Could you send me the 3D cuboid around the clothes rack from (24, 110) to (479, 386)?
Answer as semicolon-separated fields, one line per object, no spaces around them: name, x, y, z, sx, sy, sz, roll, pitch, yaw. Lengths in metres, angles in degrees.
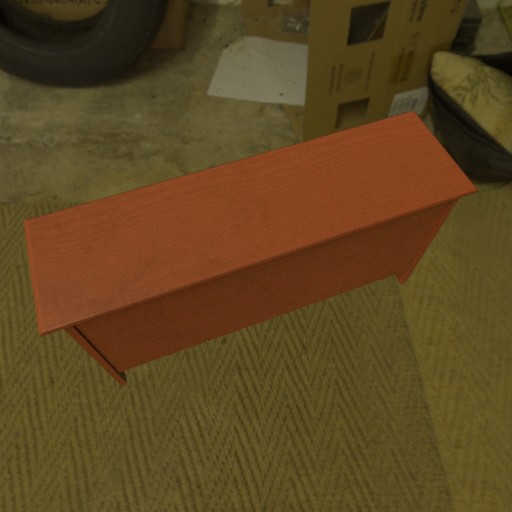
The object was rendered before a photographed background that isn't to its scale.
clothes rack;0.000;0.000;1.506;1.251;0.594;0.362;-18;61;-10
